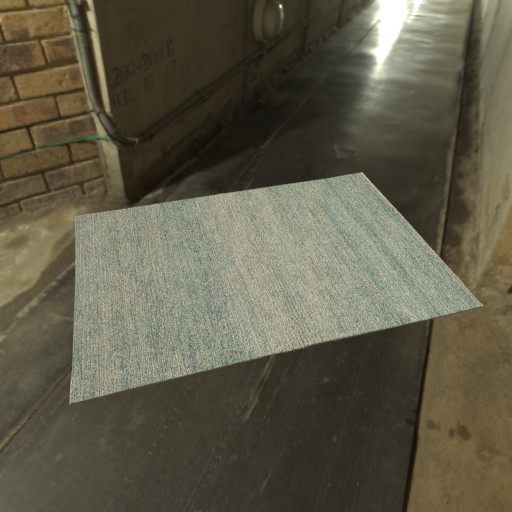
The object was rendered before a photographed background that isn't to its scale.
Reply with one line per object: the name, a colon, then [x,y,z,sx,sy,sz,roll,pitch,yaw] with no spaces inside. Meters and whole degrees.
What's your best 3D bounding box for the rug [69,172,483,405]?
rug: [0.000,0.000,5.132,4.078,0.052,2.802,-10,42,-12]
